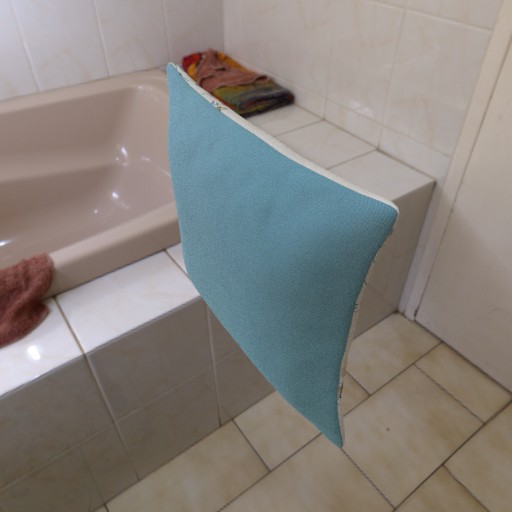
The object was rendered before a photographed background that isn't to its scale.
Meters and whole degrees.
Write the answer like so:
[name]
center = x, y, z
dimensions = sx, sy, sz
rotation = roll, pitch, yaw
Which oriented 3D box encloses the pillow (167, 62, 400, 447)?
[pillow]
center = 0.000, 0.000, 0.764
dimensions = 0.166, 0.507, 0.526
rotation = -24, 46, -25
